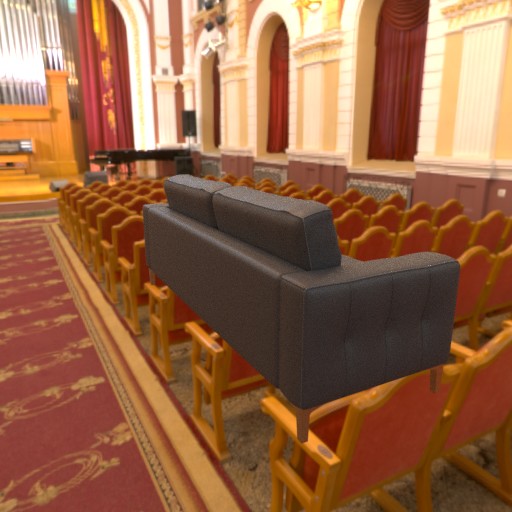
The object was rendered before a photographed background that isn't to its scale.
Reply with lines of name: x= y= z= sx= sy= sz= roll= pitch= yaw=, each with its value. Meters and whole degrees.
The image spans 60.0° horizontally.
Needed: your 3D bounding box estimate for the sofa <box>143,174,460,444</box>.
sofa: x=0.000 y=0.000 z=2.711 sx=0.833 sy=0.893 sz=2.275 roll=-8 pitch=17 yaw=-27
